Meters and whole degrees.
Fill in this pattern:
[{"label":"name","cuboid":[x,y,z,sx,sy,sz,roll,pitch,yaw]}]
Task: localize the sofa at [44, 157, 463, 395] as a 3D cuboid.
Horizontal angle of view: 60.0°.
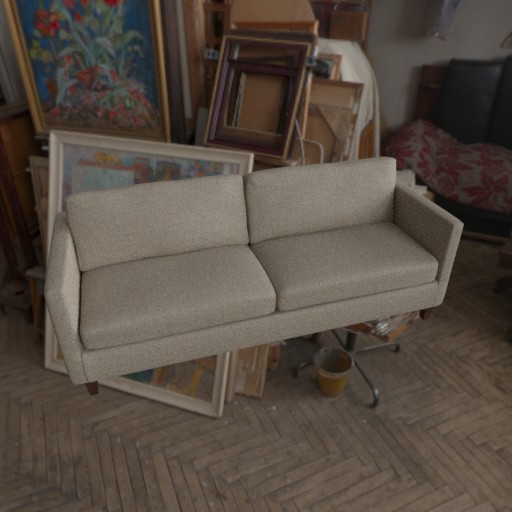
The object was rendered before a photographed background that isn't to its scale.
[{"label":"sofa","cuboid":[0.000,0.000,2.920,2.434,0.965,0.951,-9,33,-15]}]
